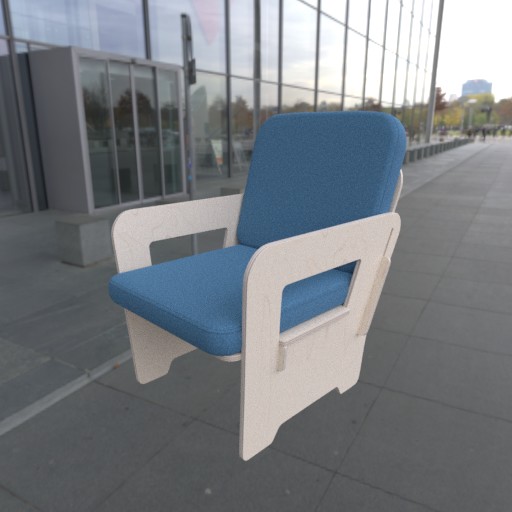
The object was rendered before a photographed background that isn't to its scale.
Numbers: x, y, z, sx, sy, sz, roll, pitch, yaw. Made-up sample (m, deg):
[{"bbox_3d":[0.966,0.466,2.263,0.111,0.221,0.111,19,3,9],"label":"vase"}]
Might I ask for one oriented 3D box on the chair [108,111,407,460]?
[{"bbox_3d":[0.000,0.000,1.186,0.657,0.747,0.547,-16,22,-43],"label":"chair"}]
